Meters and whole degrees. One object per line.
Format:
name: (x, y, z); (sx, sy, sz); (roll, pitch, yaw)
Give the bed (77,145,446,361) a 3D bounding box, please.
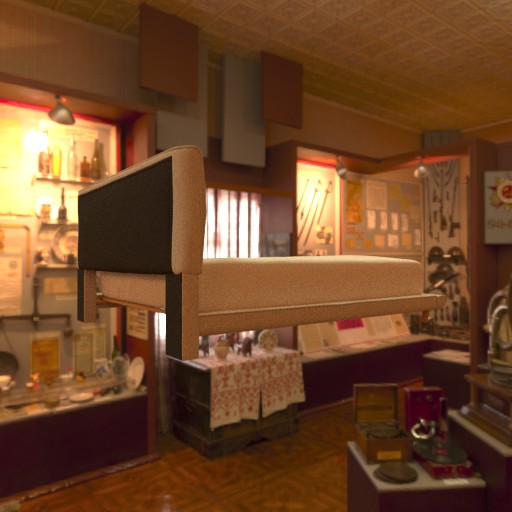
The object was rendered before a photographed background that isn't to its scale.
bed: (0.000, 0.000, 3.750); (2.498, 1.126, 1.980); (0, -1, -37)
